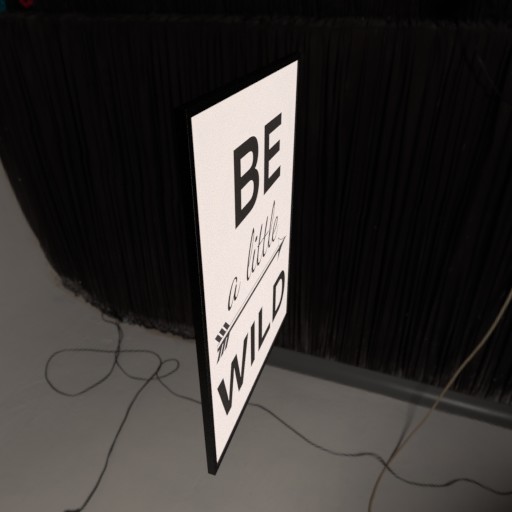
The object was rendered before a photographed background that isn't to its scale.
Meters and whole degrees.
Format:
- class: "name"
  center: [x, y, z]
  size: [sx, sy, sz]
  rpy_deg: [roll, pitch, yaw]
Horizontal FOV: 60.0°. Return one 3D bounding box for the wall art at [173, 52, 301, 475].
- class: "wall art"
  center: [0.000, 0.000, 0.751]
  size: [0.013, 0.582, 0.442]
  rpy_deg: [10, 33, 16]
